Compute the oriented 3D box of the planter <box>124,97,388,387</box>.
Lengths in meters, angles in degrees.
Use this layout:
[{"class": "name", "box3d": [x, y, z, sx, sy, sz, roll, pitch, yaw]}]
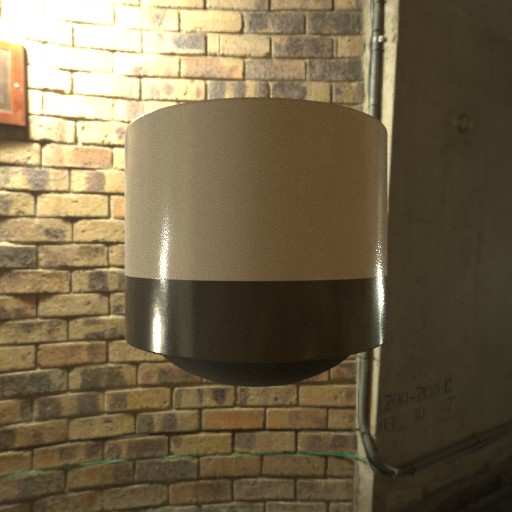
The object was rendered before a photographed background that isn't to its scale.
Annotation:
[{"class": "planter", "box3d": [0.000, 0.000, 0.340, 0.193, 0.177, 0.193, 0, 0, 0]}]
